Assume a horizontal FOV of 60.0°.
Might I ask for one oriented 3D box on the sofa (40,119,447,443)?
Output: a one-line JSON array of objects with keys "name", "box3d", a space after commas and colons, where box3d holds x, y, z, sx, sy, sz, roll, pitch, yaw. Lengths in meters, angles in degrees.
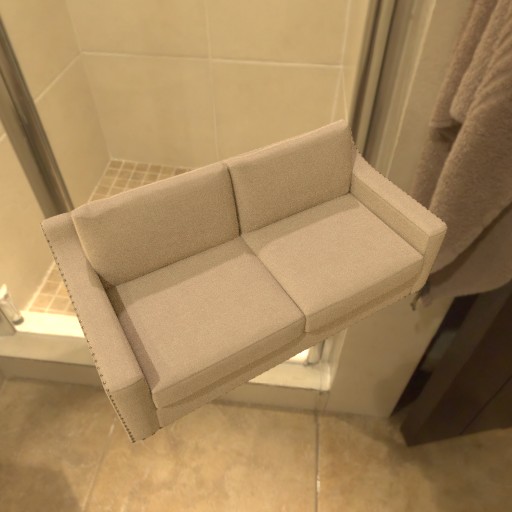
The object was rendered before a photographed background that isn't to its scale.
[{"name": "sofa", "box3d": [0.000, 0.000, 2.696, 2.107, 0.983, 1.104, -23, 51, -21]}]
